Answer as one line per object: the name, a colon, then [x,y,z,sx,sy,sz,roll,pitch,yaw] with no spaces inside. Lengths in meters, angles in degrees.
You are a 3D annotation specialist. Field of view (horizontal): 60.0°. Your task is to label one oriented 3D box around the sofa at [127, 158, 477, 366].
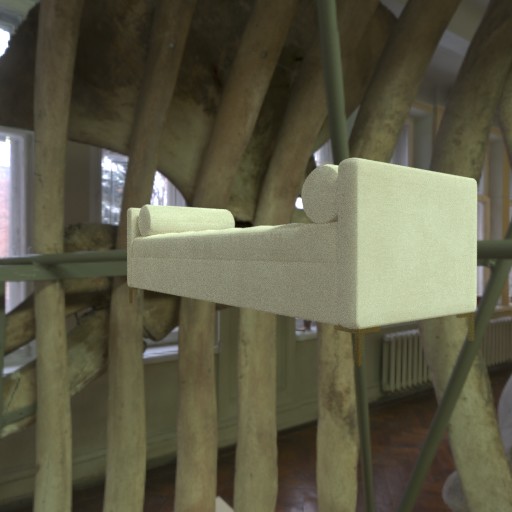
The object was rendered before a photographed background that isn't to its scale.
sofa: [0.000,0.000,2.307,0.686,0.635,1.981,0,1,-35]
